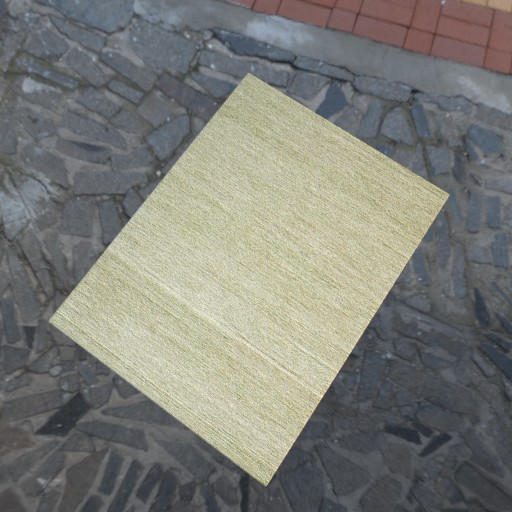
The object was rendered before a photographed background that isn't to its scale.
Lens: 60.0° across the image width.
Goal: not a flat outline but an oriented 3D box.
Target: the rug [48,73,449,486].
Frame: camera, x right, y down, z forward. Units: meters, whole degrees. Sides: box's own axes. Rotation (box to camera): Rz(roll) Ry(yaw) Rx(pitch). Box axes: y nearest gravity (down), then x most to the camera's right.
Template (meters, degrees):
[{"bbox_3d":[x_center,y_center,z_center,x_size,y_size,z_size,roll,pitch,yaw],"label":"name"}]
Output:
[{"bbox_3d":[0.000,0.000,4.218,2.425,0.016,3.198,34,78,8],"label":"rug"}]
